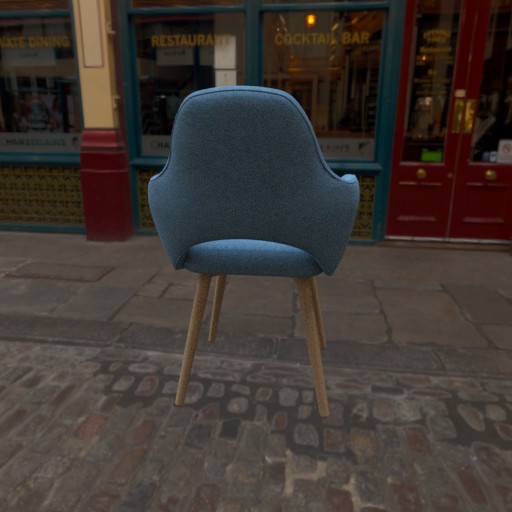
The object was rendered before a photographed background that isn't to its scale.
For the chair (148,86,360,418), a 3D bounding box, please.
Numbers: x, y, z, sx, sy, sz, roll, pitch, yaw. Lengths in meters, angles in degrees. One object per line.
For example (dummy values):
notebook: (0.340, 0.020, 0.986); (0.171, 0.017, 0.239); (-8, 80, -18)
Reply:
chair: (0.000, 0.000, 1.364); (0.589, 0.920, 0.666); (2, 15, 7)
